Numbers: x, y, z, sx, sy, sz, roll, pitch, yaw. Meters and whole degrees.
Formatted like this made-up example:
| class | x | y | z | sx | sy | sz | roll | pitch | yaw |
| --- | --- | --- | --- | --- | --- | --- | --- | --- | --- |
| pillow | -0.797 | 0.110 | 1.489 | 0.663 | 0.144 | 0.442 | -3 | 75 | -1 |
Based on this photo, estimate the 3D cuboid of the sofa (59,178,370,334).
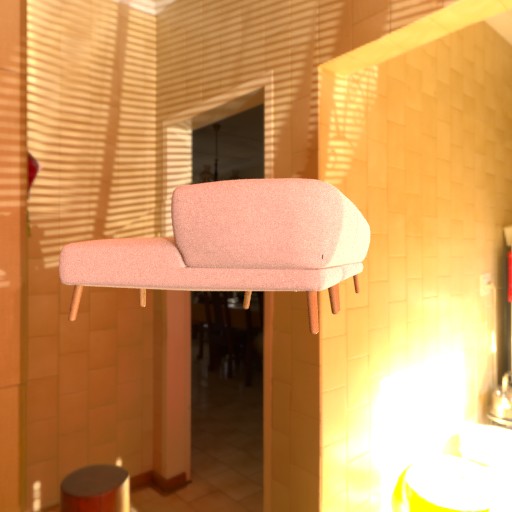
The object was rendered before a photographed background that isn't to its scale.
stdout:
| class | x | y | z | sx | sy | sz | roll | pitch | yaw |
| --- | --- | --- | --- | --- | --- | --- | --- | --- | --- |
| sofa | 0.000 | 0.000 | 3.432 | 1.610 | 0.730 | 2.660 | 0 | 0 | 18 |
